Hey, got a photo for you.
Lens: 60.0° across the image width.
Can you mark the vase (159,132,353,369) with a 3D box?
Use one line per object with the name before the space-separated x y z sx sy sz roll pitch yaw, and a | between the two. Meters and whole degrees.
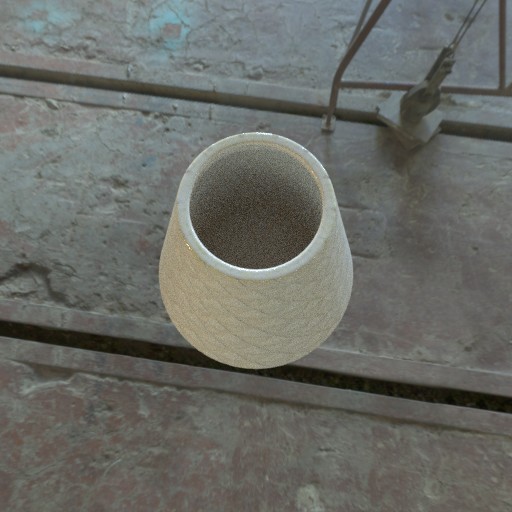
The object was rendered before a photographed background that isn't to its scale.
vase | 0.000 0.000 0.354 0.175 0.230 0.175 0 76 0
